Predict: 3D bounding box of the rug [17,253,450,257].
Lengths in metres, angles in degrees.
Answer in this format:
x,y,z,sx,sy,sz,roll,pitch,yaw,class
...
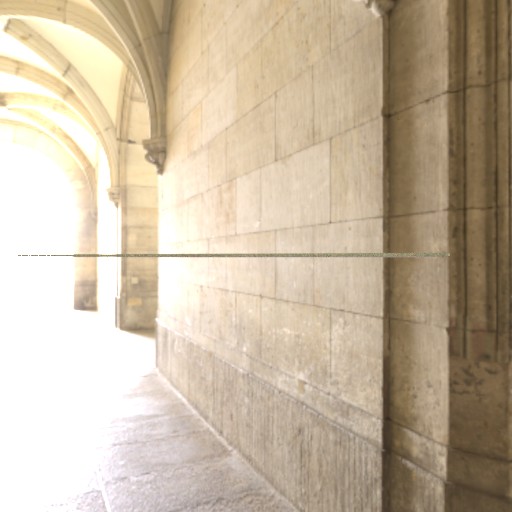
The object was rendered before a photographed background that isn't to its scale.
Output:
x,y,z,sx,sy,sz,roll,pitch,yaw,class
0.000,0.000,4.043,3.039,0.019,2.420,0,0,19,rug
